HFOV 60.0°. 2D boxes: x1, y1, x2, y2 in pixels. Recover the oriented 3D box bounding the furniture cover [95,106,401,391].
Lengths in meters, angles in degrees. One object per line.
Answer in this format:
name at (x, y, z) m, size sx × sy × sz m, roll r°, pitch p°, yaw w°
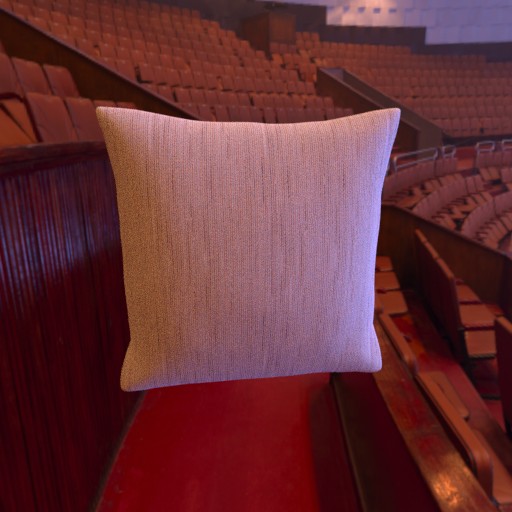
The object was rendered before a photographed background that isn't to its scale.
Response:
furniture cover at (0.000, 0.000, 0.794) m, size 0.512 × 0.506 × 0.178 m, roll -2°, pitch 17°, yaw -8°
